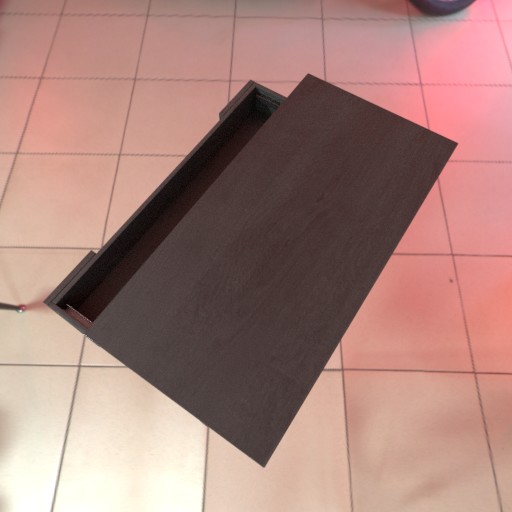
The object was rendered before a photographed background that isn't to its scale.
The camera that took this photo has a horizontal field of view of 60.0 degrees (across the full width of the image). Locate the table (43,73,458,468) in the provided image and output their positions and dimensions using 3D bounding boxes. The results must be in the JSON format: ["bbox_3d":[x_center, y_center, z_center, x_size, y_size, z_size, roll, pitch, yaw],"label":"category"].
[{"bbox_3d":[0.000,0.000,1.416,0.711,0.570,1.000,31,68,14],"label":"table"}]
